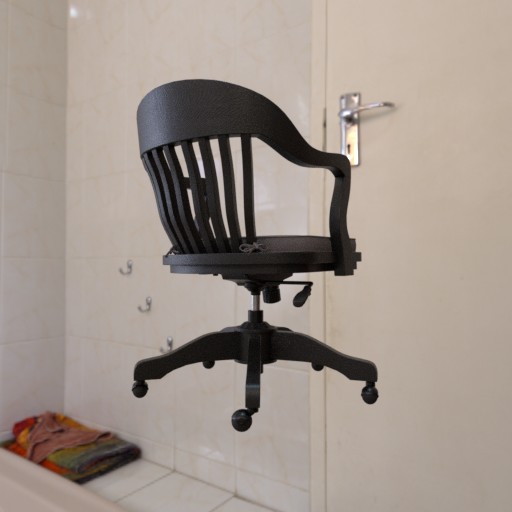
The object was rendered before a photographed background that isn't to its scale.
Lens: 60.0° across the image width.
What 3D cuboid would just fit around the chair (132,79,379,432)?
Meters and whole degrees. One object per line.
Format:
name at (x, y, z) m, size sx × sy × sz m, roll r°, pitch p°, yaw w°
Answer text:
chair at (0.000, 0.000, 1.451) m, size 0.750 × 0.878 × 0.788 m, roll -1°, pitch -2°, yaw 37°
